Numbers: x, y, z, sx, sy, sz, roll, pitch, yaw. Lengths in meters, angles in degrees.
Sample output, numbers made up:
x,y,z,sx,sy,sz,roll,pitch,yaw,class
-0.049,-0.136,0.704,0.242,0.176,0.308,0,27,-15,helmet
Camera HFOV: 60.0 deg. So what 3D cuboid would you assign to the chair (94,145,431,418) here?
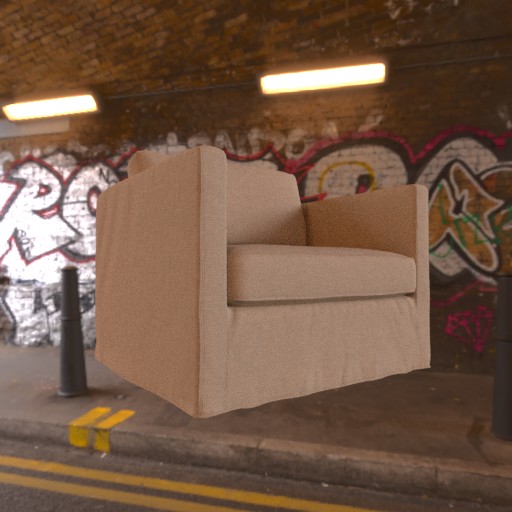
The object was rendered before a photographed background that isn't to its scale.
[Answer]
x,y,z,sx,sy,sz,roll,pitch,yaw,class
0.000,0.000,1.805,1.057,0.867,0.949,1,-2,-36,chair
